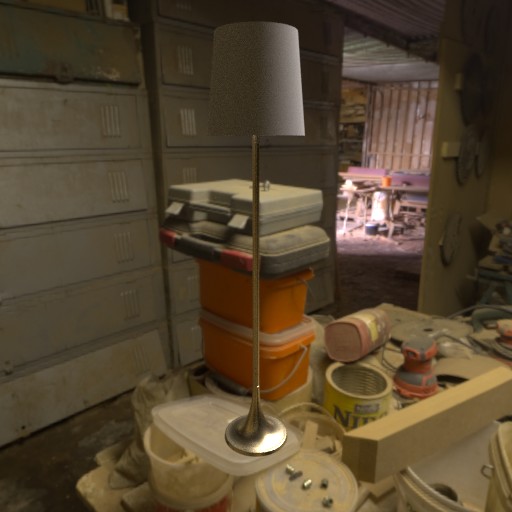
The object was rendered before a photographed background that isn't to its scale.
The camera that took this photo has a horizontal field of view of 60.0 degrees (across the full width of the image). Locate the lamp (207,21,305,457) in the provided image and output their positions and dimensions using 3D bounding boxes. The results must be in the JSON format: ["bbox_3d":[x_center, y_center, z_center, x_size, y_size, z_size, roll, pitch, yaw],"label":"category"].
[{"bbox_3d":[0.000,0.000,1.650,0.337,1.543,0.337,0,15,0],"label":"lamp"}]
